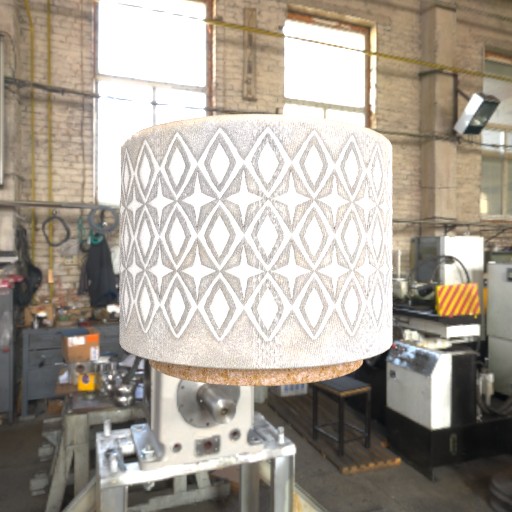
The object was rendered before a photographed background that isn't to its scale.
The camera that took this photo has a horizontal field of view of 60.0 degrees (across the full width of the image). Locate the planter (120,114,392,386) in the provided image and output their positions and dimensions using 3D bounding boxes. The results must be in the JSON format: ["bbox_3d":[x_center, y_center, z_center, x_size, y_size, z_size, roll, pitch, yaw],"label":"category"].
[{"bbox_3d":[0.000,0.000,0.279,0.164,0.127,0.164,0,0,0],"label":"planter"}]
